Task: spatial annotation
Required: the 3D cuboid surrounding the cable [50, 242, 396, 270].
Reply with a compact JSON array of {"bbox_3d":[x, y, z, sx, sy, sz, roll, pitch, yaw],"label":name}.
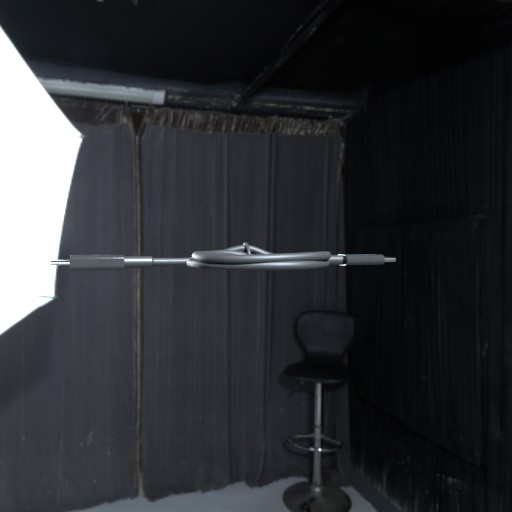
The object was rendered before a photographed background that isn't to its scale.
[{"bbox_3d":[0.000,0.000,0.219,0.192,0.014,0.070,0,1,-18],"label":"cable"}]
